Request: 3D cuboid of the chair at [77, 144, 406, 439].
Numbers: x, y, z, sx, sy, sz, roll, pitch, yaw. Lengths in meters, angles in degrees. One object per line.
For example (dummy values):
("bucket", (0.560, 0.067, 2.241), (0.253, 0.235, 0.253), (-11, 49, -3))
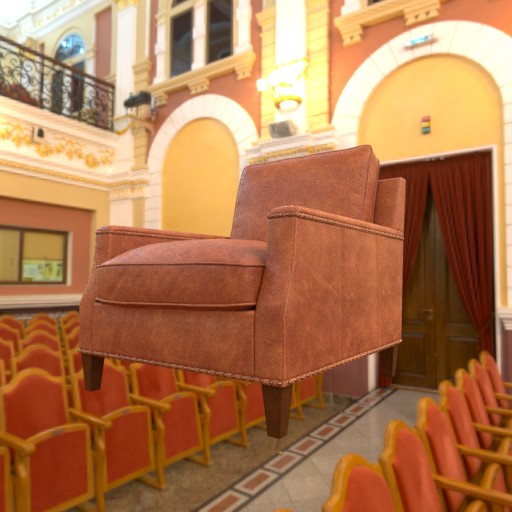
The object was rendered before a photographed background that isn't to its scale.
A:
("chair", (0.000, 0.000, 1.696), (0.853, 0.943, 1.014), (-2, -3, 36))
